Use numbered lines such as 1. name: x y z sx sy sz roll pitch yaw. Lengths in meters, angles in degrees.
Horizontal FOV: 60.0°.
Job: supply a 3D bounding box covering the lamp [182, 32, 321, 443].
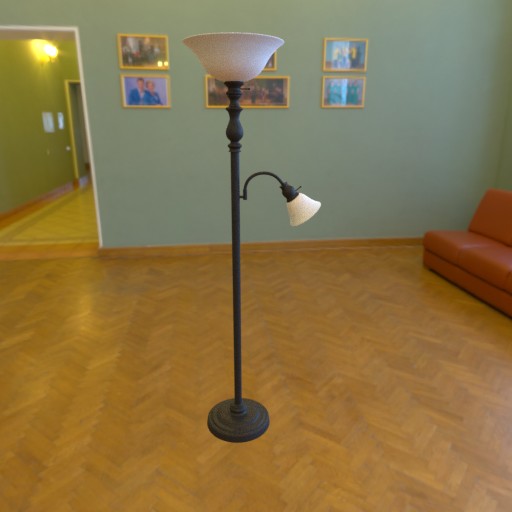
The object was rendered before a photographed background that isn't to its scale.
1. lamp: 0.000 0.000 2.045 0.588 1.793 0.405 -3 17 -8
